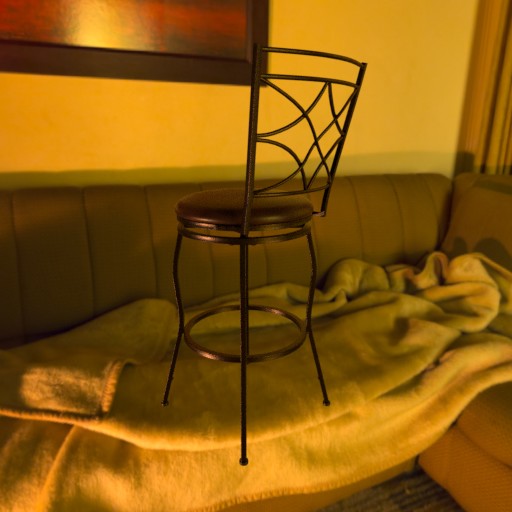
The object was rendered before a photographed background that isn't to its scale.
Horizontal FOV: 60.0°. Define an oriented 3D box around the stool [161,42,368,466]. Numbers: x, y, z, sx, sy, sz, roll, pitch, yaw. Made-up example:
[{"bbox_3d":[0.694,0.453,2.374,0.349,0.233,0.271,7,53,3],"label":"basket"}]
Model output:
[{"bbox_3d":[0.000,0.000,1.383,0.534,1.117,0.434,16,22,43],"label":"stool"}]
